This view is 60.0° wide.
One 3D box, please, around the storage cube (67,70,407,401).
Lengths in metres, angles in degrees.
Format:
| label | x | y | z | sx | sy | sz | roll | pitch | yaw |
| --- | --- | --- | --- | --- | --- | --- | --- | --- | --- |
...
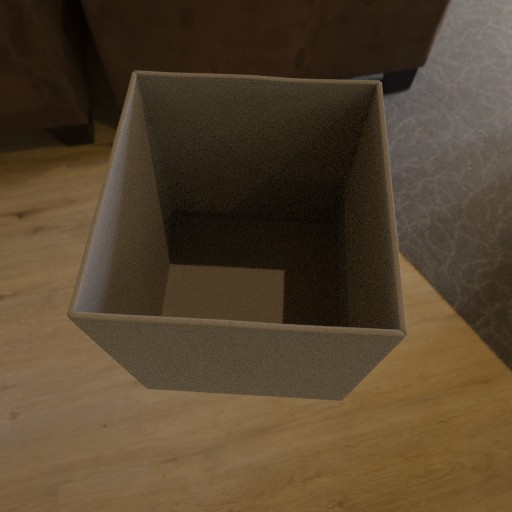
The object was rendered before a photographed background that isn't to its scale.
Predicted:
| label | x | y | z | sx | sy | sz | roll | pitch | yaw |
| --- | --- | --- | --- | --- | --- | --- | --- | --- | --- |
| storage cube | 0.000 | 0.000 | 0.509 | 0.270 | 0.280 | 0.270 | 3 | 63 | 2 |
